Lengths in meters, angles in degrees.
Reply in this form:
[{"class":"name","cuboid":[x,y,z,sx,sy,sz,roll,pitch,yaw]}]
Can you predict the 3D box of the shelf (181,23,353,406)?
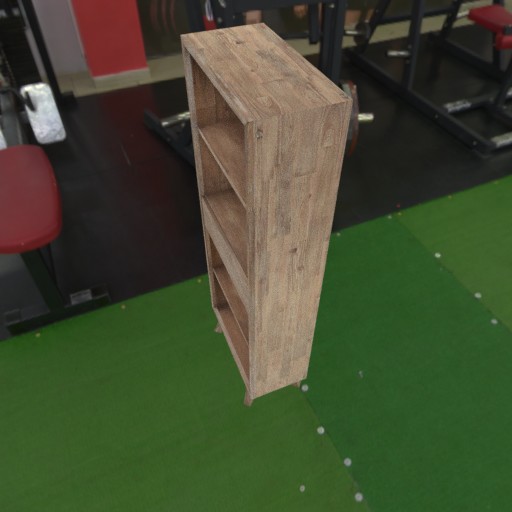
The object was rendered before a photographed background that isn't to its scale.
[{"class":"shelf","cuboid":[0.000,0.000,1.552,0.267,1.342,0.491,-16,49,-15]}]
